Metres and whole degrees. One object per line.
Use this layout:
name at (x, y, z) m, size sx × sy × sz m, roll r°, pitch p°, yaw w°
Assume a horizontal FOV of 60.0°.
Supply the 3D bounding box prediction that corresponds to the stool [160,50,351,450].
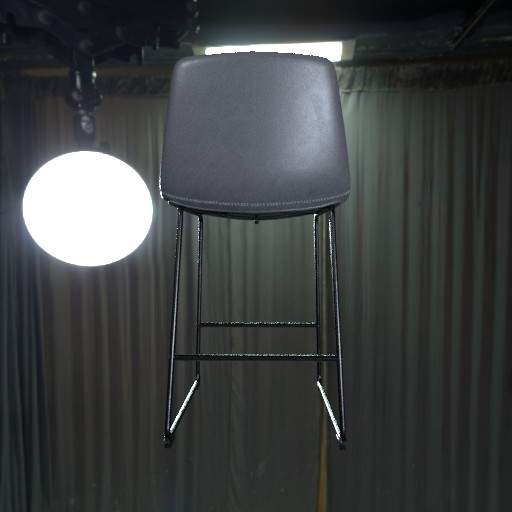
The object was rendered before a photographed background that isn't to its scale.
stool at (0.000, 0.000, 1.199) m, size 0.470 × 0.876 × 0.546 m, roll 0°, pitch 2°, yaw 1°
